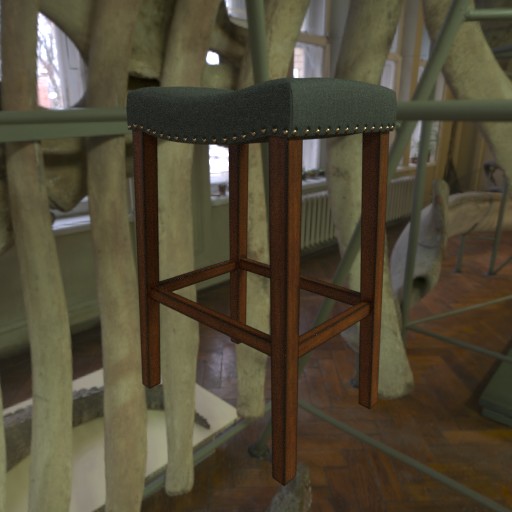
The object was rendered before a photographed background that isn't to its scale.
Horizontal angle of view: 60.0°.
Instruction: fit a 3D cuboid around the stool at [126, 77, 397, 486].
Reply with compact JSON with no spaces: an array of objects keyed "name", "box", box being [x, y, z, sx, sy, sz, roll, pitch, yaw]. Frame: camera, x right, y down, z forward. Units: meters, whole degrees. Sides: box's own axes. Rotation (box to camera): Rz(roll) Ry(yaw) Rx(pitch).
[{"name":"stool","box":[0.000,0.000,1.046,0.502,0.760,0.366,16,24,41]}]
